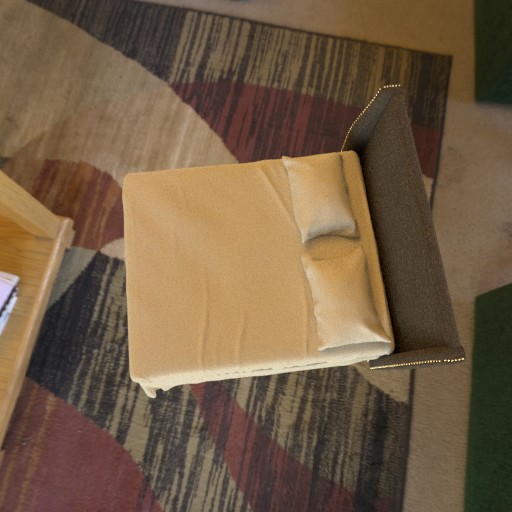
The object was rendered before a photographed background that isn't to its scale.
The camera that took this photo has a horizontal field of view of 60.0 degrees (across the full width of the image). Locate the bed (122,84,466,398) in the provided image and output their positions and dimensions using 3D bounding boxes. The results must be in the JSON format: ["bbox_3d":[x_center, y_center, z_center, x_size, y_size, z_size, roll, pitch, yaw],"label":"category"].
[{"bbox_3d":[0.000,0.000,3.413,2.276,1.332,1.925,-6,74,-2],"label":"bed"}]
